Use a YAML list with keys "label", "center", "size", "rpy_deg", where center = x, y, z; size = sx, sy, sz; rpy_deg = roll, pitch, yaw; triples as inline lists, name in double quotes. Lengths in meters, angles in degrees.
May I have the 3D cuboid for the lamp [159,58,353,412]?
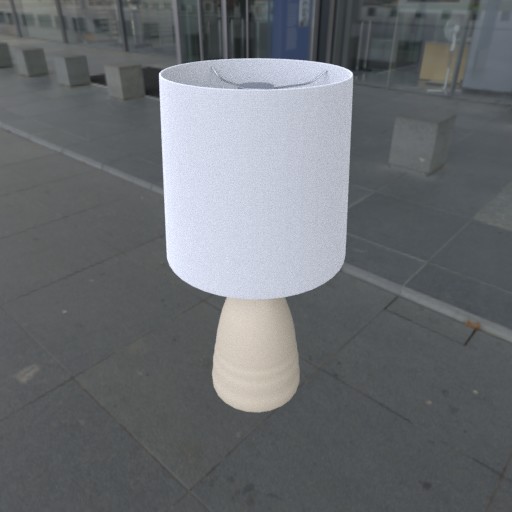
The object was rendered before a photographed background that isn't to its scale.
- label: "lamp"
  center: [0.000, 0.000, 0.475]
  size: [0.186, 0.369, 0.186]
  rpy_deg: [0, 31, 0]
